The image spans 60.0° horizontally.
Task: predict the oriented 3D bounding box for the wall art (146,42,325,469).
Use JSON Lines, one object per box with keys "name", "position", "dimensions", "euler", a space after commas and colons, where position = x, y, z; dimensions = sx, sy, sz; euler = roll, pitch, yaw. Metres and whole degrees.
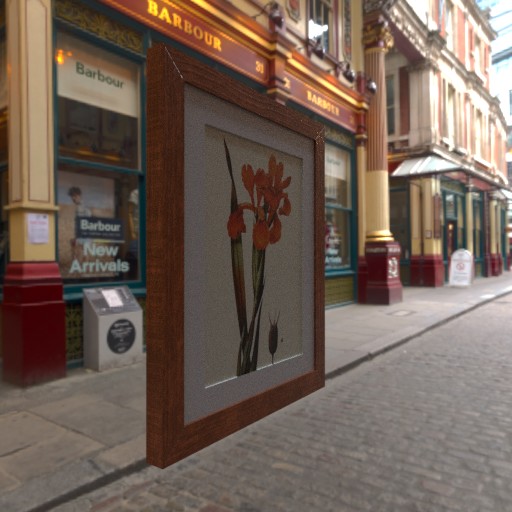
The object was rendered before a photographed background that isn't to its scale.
{"name": "wall art", "position": [0.000, 0.000, 0.787], "dimensions": [0.033, 0.567, 0.467], "euler": [0, 0, 36]}
